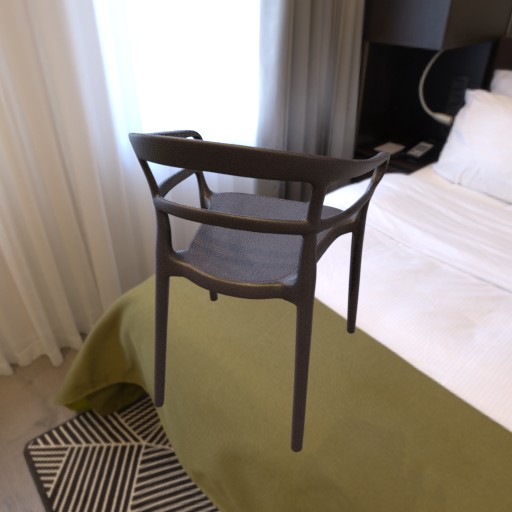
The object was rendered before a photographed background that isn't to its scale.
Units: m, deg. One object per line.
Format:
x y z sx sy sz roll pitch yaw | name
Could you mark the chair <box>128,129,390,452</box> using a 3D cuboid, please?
0.000 0.000 1.142 0.559 0.761 0.527 11 34 17 | chair
